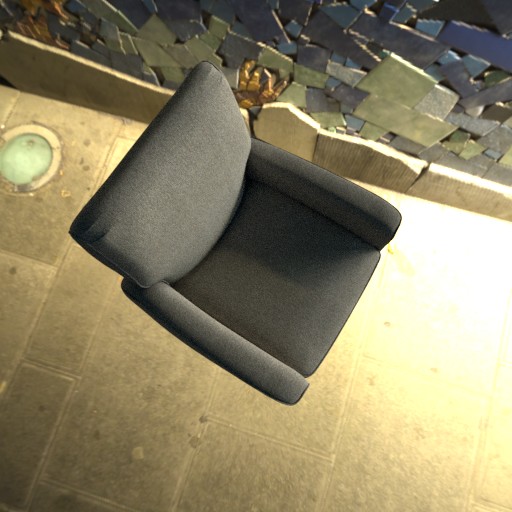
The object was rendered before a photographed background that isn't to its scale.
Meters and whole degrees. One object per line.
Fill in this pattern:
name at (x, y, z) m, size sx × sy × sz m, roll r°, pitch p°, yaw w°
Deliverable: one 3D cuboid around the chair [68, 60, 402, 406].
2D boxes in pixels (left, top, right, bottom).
chair at (0.000, 0.000, 1.698) m, size 0.858 × 1.028 × 0.841 m, roll 31°, pitch 77°, yaw 8°
